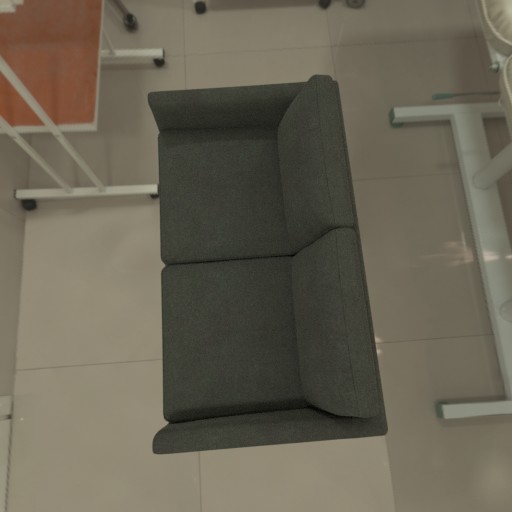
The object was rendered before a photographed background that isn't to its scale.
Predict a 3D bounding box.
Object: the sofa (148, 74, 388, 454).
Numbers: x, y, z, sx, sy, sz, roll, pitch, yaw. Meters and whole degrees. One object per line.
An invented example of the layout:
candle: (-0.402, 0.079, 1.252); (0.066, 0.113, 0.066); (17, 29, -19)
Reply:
sofa: (0.000, 0.000, 2.459); (1.091, 0.845, 1.909); (-4, 75, -1)
